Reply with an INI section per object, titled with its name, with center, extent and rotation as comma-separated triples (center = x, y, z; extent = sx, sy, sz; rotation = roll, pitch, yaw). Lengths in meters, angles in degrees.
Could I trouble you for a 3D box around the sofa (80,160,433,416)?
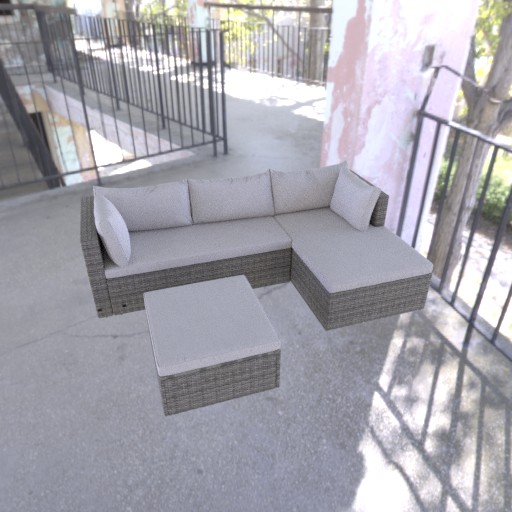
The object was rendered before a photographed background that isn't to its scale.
[sofa]
center = 0.000, 0.000, 3.034
extent = 2.192, 0.766, 1.662
rotation = -10, 32, -16
